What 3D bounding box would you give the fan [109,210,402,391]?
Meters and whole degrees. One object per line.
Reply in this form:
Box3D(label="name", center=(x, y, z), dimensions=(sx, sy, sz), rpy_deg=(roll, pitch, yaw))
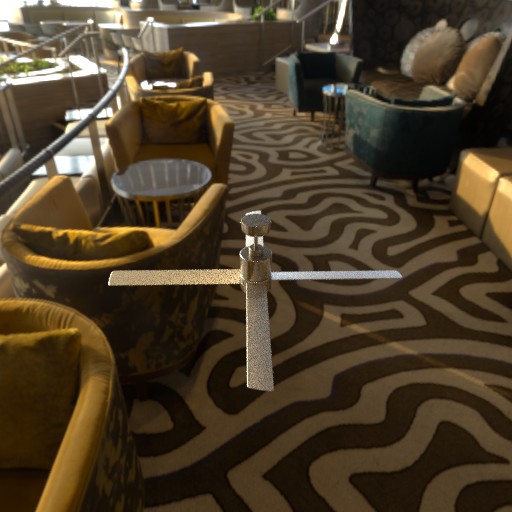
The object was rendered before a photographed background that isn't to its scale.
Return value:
Box3D(label="fan", center=(0.000, 0.000, 1.960), dimensions=(1.322, 0.355, 1.322), rpy_deg=(-1, 32, -1))
